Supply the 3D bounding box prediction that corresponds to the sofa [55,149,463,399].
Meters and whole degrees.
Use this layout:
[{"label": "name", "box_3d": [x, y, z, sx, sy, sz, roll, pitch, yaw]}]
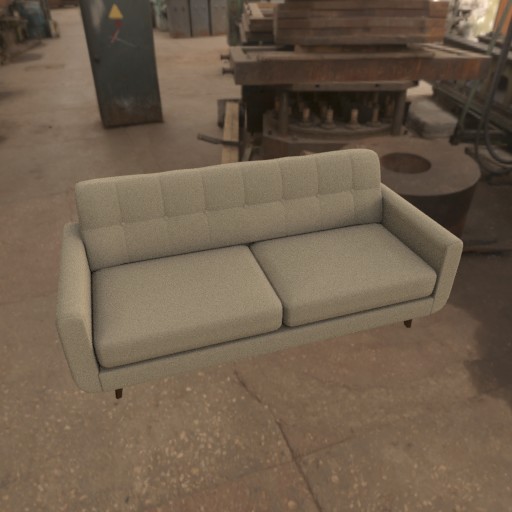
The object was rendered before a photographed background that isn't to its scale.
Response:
[{"label": "sofa", "box_3d": [0.000, 0.000, 2.644, 2.137, 0.892, 0.980, -10, 34, -15]}]
